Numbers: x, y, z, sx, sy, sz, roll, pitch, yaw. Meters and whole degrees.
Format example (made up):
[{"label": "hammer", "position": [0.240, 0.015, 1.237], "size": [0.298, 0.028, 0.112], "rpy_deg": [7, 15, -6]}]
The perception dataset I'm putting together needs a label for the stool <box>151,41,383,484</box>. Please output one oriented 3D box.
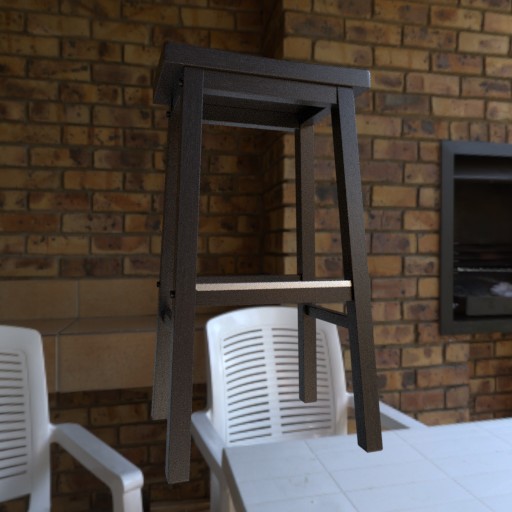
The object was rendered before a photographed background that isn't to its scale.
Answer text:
[{"label": "stool", "position": [0.000, 0.000, 0.932], "size": [0.406, 0.742, 0.322], "rpy_deg": [0, 1, -18]}]
